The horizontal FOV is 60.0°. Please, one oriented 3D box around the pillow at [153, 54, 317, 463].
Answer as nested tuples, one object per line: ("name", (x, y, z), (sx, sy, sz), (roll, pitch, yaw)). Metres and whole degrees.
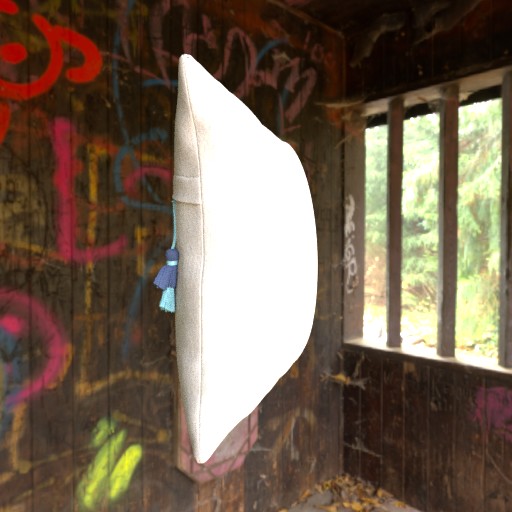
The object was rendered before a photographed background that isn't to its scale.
("pillow", (0.000, 0.000, 0.674), (0.173, 0.436, 0.433), (0, 1, 18))
